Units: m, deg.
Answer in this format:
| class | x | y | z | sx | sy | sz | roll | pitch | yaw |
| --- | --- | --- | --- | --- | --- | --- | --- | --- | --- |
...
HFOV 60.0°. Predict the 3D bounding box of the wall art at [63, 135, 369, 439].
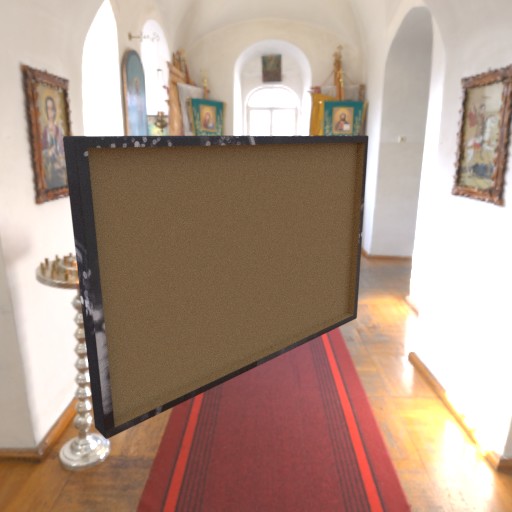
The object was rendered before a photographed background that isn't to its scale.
| class | x | y | z | sx | sy | sz | roll | pitch | yaw |
| --- | --- | --- | --- | --- | --- | --- | --- | --- | --- |
| wall art | 0.000 | 0.000 | 0.775 | 0.609 | 0.406 | 0.037 | -14 | 21 | -42 |
